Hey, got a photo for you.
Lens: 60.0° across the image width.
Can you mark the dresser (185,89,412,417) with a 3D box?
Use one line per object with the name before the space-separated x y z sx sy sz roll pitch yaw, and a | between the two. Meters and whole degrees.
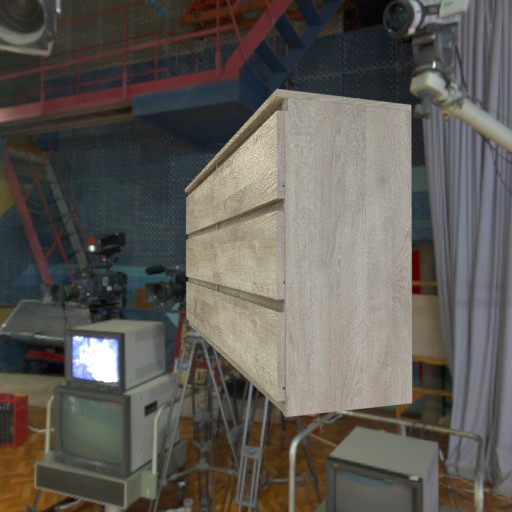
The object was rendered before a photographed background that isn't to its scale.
dresser | 0.000 0.000 1.884 0.390 0.795 1.590 0 -1 -17
